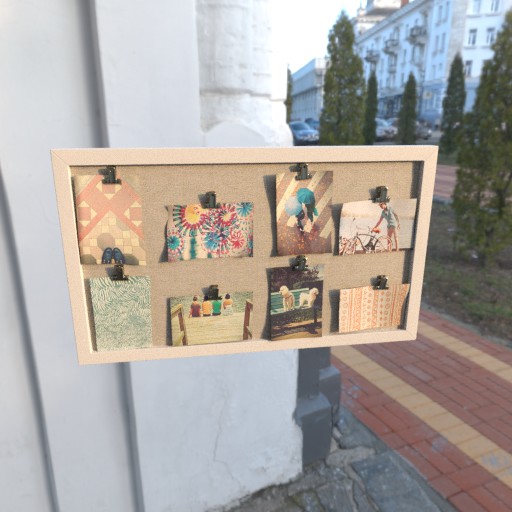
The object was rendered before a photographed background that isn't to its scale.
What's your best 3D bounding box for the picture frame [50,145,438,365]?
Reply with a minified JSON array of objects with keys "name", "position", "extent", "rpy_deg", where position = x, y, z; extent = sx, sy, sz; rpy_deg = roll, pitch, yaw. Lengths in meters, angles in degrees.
[{"name":"picture frame","position":[0.000,0.000,0.794],"extent":[0.647,0.379,0.044],"rpy_deg":[-3,17,-8]}]
